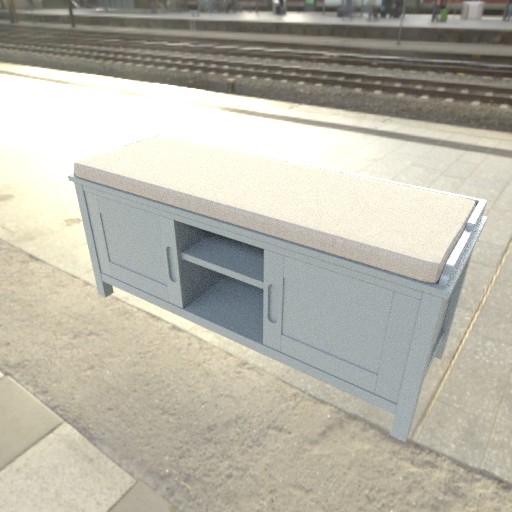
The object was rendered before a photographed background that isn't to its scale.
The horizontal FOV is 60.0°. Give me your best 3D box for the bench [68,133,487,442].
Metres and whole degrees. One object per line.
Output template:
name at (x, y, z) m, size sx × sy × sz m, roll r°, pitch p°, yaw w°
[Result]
bench at (0.000, 0.000, 1.351) m, size 1.140 × 0.501 × 0.398 m, roll 19°, pitch 35°, yaw 28°
